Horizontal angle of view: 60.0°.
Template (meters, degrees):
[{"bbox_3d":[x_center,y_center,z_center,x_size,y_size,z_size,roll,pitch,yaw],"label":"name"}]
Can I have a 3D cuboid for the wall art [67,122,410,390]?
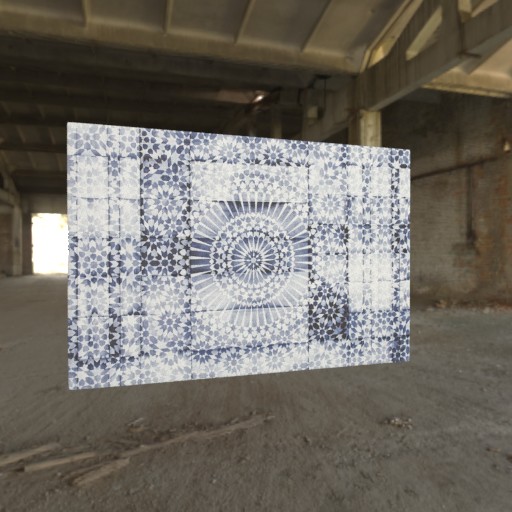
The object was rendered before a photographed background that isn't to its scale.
[{"bbox_3d":[0.000,0.000,1.166,0.911,0.608,0.057,0,1,-17],"label":"wall art"}]
